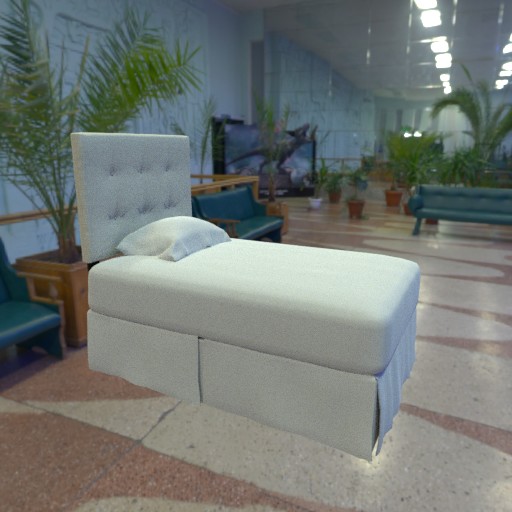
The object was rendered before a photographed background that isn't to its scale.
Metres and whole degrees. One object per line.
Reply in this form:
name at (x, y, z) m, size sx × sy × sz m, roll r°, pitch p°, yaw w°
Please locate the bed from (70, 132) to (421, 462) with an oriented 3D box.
bed at (0.000, 0.000, 2.919) m, size 1.997 × 1.571 × 1.261 m, roll 7°, pitch 16°, yaw 27°
